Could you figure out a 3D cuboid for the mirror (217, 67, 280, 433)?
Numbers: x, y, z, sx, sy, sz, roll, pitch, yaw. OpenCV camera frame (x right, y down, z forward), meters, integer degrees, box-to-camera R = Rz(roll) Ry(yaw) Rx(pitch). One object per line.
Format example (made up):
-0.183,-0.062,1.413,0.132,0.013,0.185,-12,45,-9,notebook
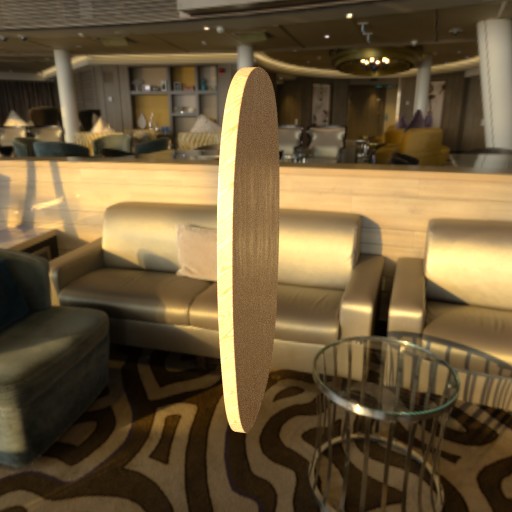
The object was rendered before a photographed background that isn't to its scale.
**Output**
0.000,0.000,1.373,0.037,1.075,0.724,3,18,11,mirror
